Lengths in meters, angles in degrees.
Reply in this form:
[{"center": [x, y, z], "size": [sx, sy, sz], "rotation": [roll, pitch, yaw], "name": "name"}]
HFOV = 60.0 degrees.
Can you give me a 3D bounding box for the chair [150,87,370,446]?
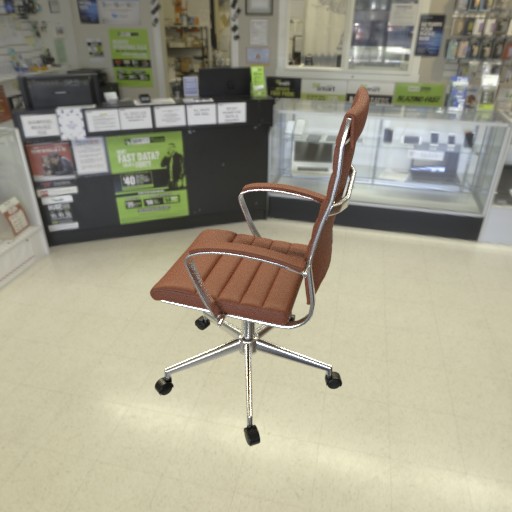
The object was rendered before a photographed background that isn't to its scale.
[{"center": [0.000, 0.000, 1.644], "size": [0.739, 1.149, 0.766], "rotation": [8, 30, 14], "name": "chair"}]
